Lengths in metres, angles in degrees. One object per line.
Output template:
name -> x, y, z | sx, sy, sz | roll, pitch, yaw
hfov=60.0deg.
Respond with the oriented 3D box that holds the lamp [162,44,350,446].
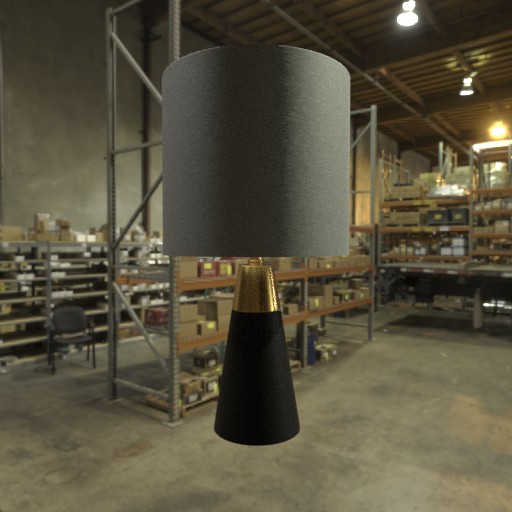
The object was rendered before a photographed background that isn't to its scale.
lamp -> 0.000, 0.000, 0.748 | 0.308, 0.580, 0.308 | 1, 2, 37
